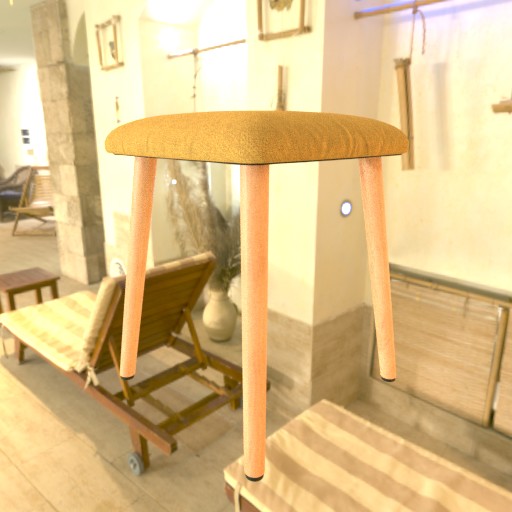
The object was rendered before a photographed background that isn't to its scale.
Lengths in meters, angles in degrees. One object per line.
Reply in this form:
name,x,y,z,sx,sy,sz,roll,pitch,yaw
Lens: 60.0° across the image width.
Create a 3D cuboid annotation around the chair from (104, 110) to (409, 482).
chair,0.000,0.000,0.710,0.350,0.440,0.350,-15,21,-42
